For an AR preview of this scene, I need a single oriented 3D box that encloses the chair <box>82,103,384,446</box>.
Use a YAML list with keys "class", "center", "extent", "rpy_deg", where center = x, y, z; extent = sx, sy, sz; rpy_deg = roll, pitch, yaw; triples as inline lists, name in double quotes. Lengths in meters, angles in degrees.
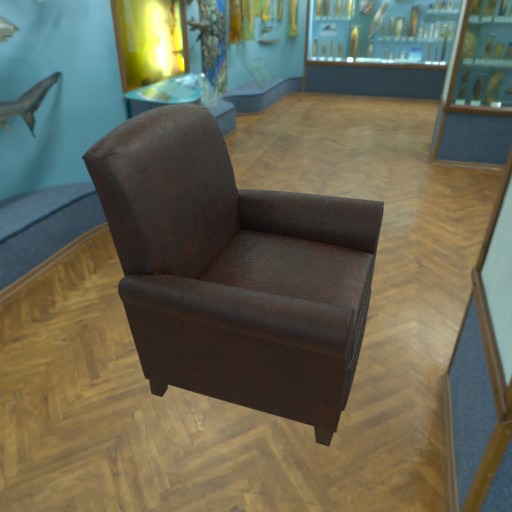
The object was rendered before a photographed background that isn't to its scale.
- class: "chair"
  center: [0.000, 0.000, 1.755]
  extent: [0.902, 1.061, 0.978]
  rpy_deg: [10, 32, 17]
